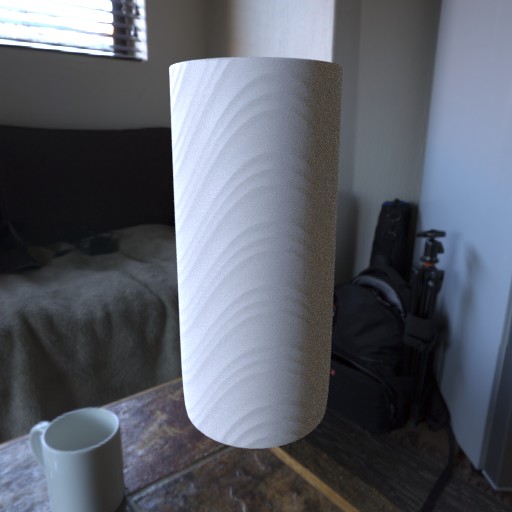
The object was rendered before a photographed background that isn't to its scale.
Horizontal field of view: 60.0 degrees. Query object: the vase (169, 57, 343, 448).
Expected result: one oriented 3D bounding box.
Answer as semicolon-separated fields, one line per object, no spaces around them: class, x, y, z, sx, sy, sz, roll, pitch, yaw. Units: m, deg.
vase;0.000;0.000;0.403;0.143;0.316;0.143;0;17;0
